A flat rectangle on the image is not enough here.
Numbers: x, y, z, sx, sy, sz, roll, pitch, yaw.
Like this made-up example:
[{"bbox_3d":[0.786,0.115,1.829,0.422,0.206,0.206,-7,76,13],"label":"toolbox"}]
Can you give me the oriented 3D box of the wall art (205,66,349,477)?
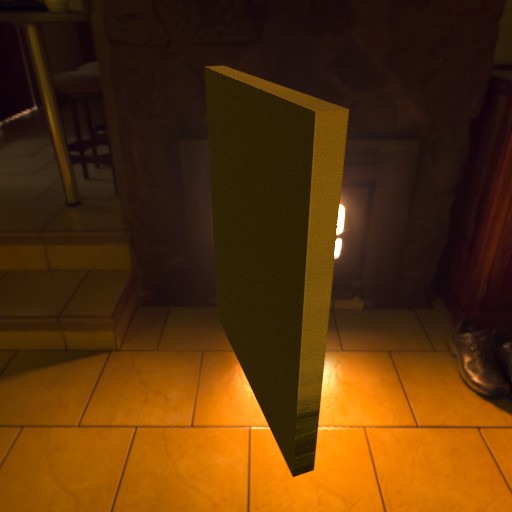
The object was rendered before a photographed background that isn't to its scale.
[{"bbox_3d":[0.000,0.000,0.824,0.040,0.608,0.489,-10,30,-17],"label":"wall art"}]
